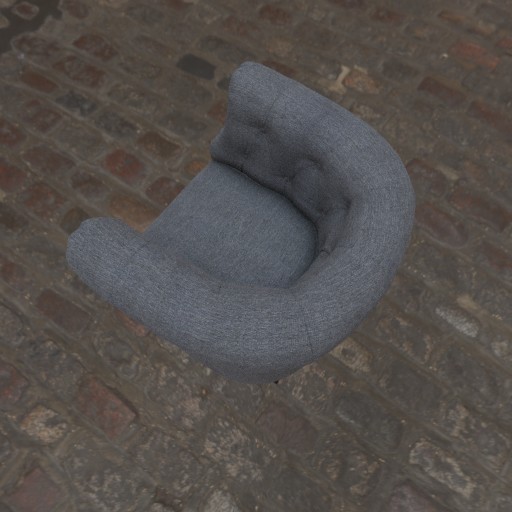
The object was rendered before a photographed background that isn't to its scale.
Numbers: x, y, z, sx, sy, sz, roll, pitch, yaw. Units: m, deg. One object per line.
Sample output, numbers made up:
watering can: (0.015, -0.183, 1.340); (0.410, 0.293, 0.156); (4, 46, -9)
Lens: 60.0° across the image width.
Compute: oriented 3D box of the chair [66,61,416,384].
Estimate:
chair: (0.000, 0.000, 1.557); (0.852, 0.827, 0.905); (32, 69, 14)
